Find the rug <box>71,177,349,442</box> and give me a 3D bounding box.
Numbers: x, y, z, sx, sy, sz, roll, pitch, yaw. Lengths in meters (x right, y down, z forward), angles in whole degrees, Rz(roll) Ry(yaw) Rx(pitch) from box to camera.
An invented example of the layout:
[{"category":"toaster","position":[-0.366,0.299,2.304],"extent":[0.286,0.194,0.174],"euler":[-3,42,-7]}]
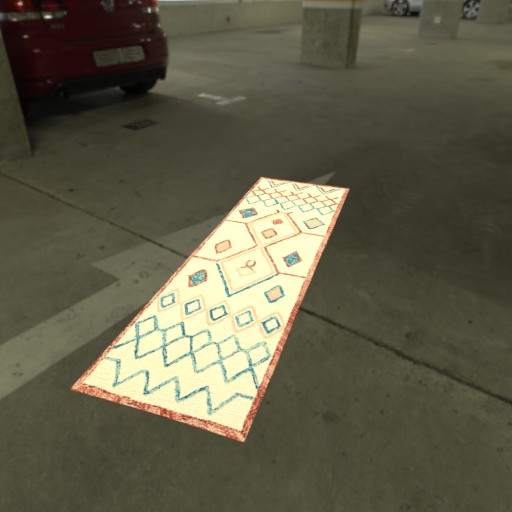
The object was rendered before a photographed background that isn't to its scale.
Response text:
[{"category":"rug","position":[0.000,0.000,2.669],"extent":[0.750,0.011,2.435],"euler":[10,33,16]}]
